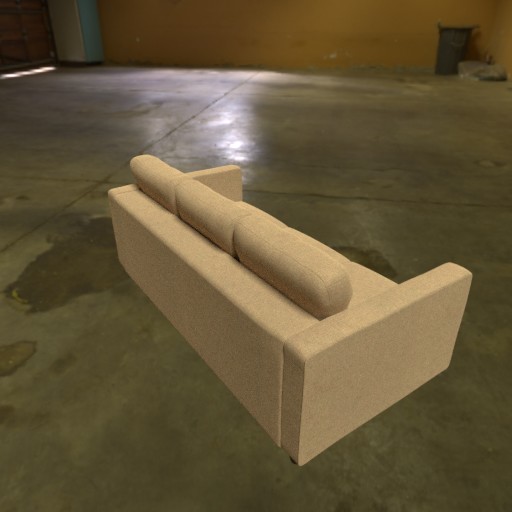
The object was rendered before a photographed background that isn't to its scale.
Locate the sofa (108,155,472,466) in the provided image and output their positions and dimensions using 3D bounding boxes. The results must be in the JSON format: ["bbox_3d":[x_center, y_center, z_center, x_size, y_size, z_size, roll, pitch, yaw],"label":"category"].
[{"bbox_3d":[0.000,0.000,2.354,0.930,0.800,1.855,-18,33,-30],"label":"sofa"}]
